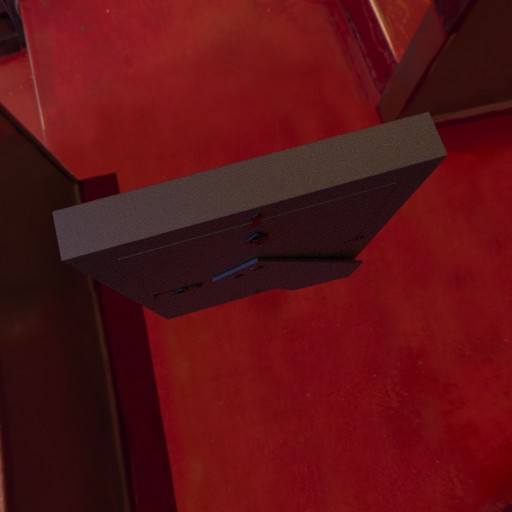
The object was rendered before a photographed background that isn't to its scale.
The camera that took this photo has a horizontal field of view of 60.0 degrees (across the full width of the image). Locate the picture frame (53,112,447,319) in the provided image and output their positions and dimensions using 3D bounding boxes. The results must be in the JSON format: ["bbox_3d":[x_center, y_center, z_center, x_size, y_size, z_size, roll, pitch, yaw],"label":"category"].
[{"bbox_3d":[0.000,0.000,0.275,0.157,0.208,0.028,-16,76,-4],"label":"picture frame"}]
